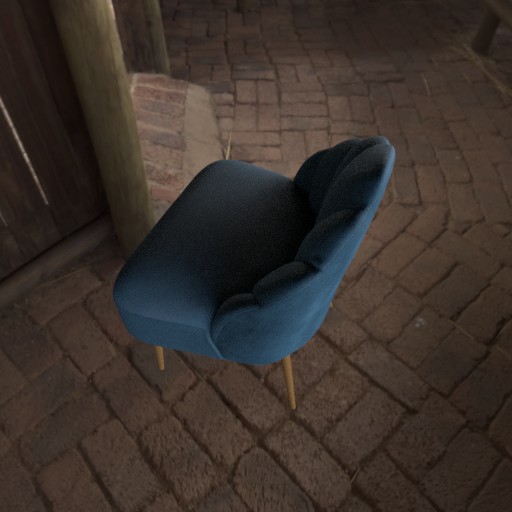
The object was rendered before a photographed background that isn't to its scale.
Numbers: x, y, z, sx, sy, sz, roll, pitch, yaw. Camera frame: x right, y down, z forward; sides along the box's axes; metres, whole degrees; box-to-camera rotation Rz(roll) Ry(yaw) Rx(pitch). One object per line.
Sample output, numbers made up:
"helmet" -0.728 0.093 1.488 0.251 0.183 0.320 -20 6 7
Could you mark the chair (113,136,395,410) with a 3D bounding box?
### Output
"chair" 0.000 0.000 1.266 0.599 0.819 0.657 17 50 15
